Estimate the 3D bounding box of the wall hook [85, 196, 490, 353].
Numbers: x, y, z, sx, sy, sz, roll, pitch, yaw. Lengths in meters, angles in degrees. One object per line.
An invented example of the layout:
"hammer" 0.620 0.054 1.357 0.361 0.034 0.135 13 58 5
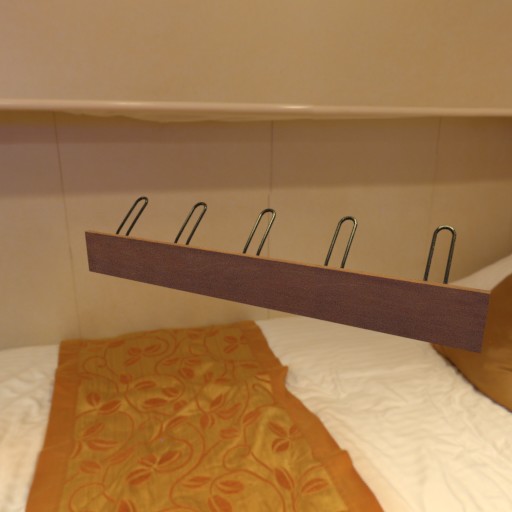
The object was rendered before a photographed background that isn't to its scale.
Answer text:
"wall hook" 0.000 0.000 0.589 0.554 0.116 0.076 9 19 27
